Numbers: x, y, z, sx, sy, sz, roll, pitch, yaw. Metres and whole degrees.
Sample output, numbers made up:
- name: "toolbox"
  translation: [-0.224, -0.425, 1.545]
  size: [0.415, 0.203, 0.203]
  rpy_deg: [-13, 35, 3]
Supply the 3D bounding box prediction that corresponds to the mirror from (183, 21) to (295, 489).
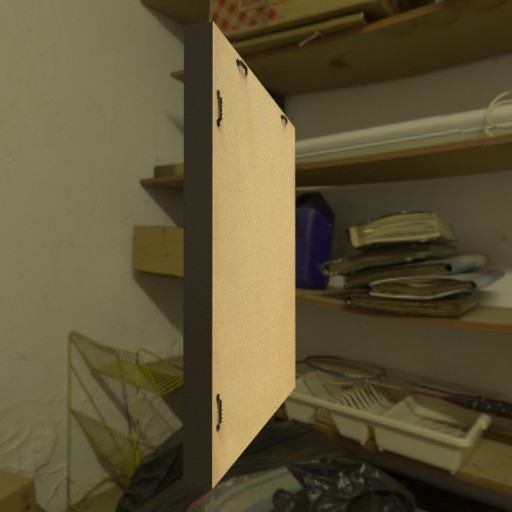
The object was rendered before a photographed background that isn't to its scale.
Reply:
- name: "mirror"
  translation: [0.000, 0.000, 0.679]
  size: [0.041, 0.509, 0.406]
  rpy_deg: [0, -1, 18]
